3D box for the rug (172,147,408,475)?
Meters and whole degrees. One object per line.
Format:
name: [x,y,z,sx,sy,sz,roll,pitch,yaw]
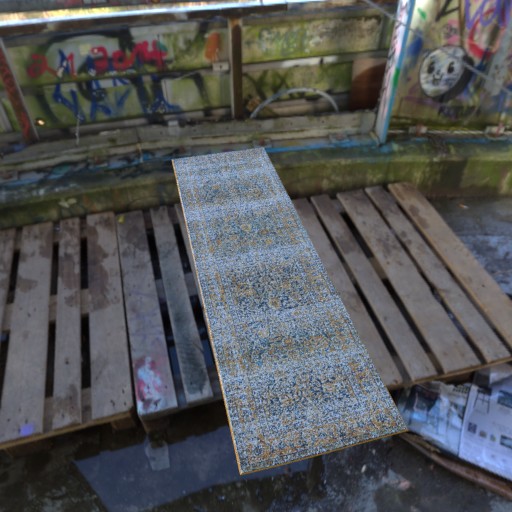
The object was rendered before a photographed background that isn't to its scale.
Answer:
rug: [0.000,0.000,2.545,0.704,0.014,2.294,-10,45,-10]
